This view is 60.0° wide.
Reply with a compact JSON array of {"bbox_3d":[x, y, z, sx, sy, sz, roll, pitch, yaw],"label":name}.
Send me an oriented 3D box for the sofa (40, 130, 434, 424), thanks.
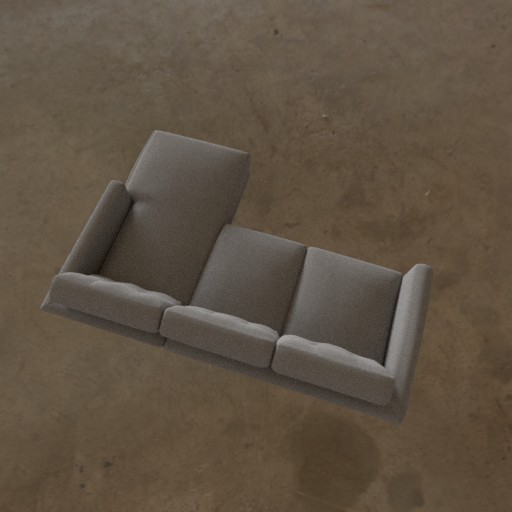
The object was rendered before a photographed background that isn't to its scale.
[{"bbox_3d":[0.000,0.000,2.785,2.040,0.860,1.530,16,64,8],"label":"sofa"}]
